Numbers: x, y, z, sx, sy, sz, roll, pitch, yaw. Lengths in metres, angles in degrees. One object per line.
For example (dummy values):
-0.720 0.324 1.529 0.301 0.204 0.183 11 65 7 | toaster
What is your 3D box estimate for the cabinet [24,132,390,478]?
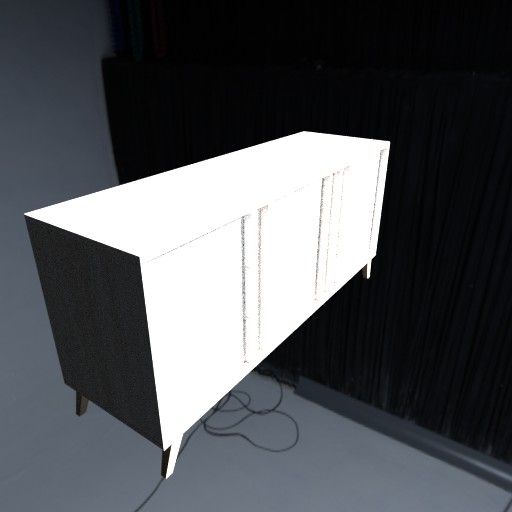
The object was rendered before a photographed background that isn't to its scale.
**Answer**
0.000 0.000 1.944 0.500 0.780 1.649 17 30 31 | cabinet
